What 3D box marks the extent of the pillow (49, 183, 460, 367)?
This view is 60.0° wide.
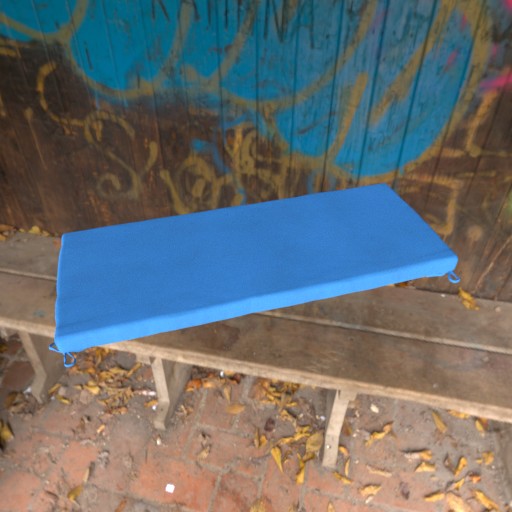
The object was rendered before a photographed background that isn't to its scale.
[{"bbox_3d":[0.000,0.000,1.362,1.187,0.081,0.492,-10,41,-12],"label":"pillow"}]
